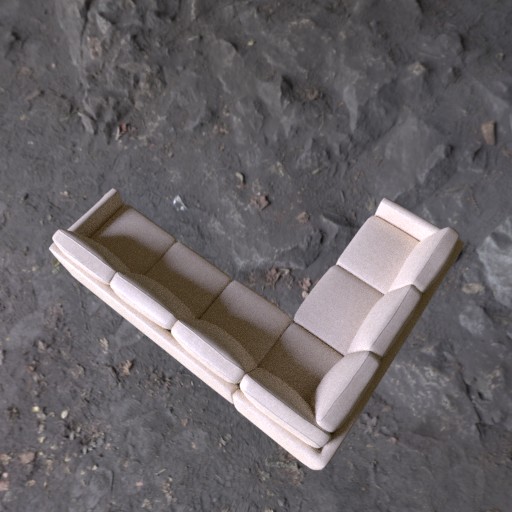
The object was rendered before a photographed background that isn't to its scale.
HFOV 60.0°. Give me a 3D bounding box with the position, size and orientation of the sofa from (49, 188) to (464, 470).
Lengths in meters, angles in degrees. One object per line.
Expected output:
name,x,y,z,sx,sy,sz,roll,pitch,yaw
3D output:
sofa,0.000,0.000,4.589,3.302,0.947,2.593,34,68,16
